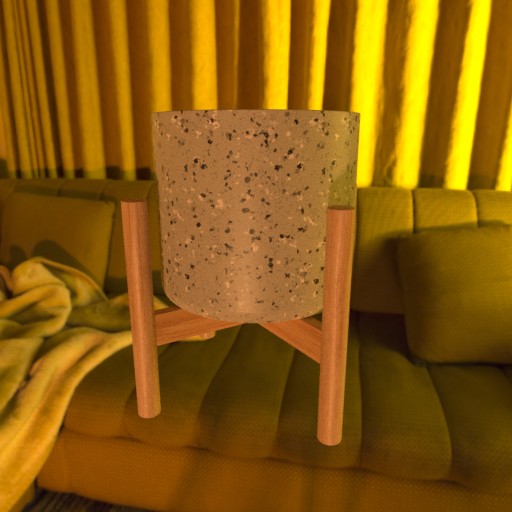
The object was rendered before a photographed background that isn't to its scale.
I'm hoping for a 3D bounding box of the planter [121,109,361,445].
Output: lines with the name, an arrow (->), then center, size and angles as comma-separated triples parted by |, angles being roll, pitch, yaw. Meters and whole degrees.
planter -> 0.000, 0.000, 0.525 | 0.284, 0.320, 0.284 | -3, 16, -9
